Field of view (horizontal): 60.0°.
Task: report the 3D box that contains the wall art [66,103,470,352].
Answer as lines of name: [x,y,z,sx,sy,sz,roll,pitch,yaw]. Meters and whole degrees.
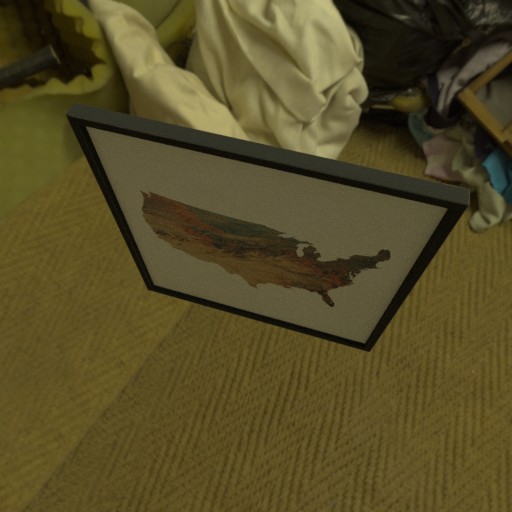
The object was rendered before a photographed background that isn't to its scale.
wall art: [0.000,0.000,0.454,0.304,0.303,0.015,15,60,9]
